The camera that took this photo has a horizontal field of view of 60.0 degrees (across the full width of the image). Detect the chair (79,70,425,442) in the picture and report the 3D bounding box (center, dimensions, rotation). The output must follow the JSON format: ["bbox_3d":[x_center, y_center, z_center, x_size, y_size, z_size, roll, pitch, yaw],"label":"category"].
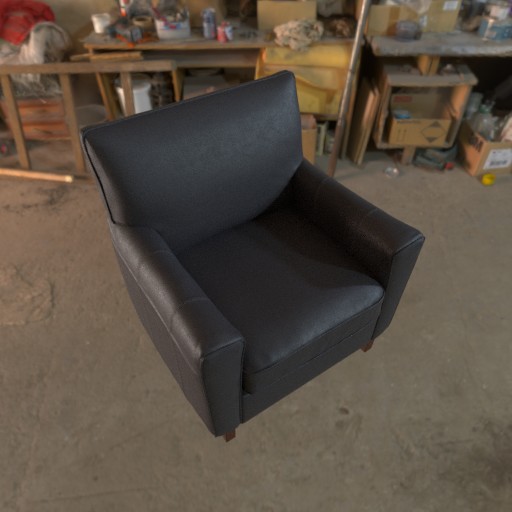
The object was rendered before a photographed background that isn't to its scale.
[{"bbox_3d":[0.000,0.000,1.637,0.870,0.943,0.825,-25,51,-23],"label":"chair"}]
